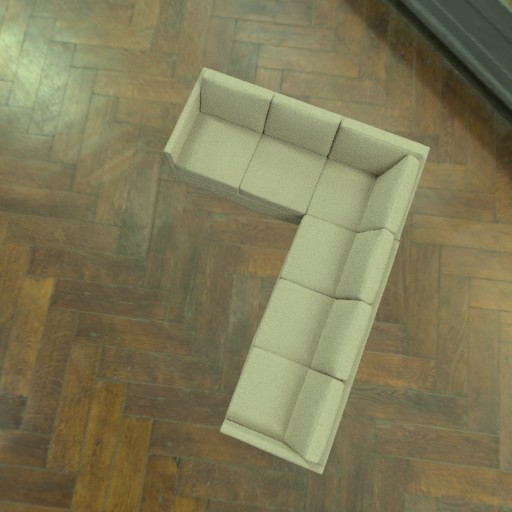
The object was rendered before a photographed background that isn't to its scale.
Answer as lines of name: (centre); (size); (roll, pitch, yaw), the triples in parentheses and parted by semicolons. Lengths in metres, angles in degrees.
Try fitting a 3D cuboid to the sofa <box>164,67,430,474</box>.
sofa: (0.000, 0.000, 4.327); (2.432, 0.871, 3.182); (21, 78, 5)
